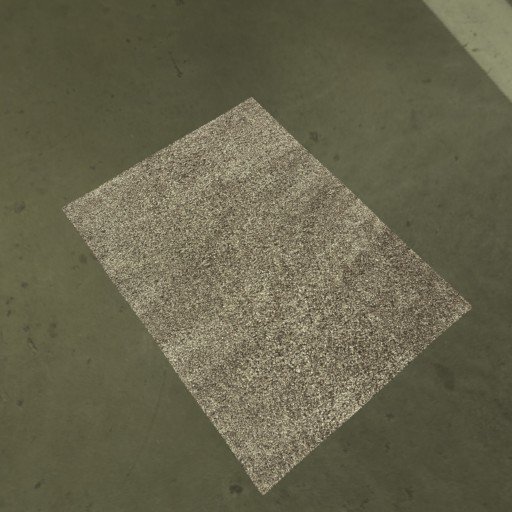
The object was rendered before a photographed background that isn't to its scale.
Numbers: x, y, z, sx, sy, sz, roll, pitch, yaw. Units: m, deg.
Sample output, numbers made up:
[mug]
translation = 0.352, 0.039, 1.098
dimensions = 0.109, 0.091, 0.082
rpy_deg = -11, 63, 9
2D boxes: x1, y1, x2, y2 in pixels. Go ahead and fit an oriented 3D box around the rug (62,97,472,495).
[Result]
[rug]
translation = 0.000, 0.000, 2.093
dimensions = 1.198, 0.025, 1.601
rpy_deg = -35, 69, -16
